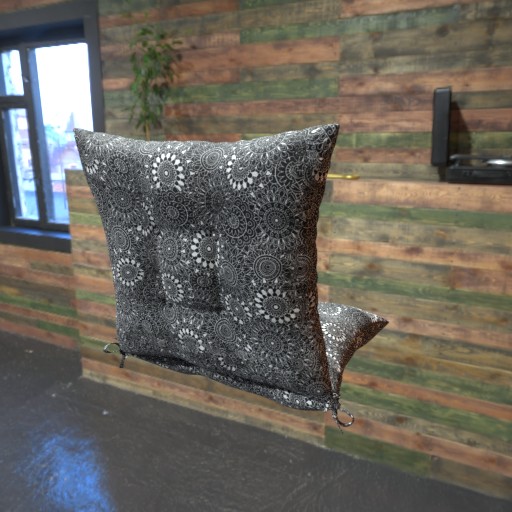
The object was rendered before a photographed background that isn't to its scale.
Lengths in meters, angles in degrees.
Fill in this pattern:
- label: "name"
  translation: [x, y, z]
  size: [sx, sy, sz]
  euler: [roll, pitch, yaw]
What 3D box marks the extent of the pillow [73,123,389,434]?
- label: "pillow"
  translation: [0.000, 0.000, 0.981]
  size: [0.541, 0.536, 0.585]
  euler: [7, 15, 26]
